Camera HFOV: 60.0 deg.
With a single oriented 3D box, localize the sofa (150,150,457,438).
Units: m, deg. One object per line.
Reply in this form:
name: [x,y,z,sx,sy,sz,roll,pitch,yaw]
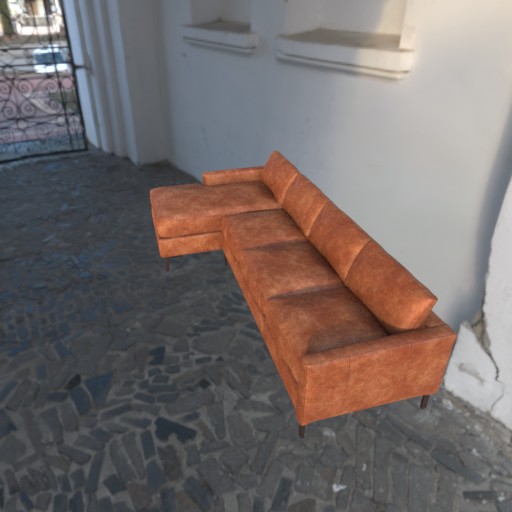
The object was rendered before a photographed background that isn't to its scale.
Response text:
sofa: [0.000,0.000,3.610,1.471,0.859,2.993,-8,32,-14]
